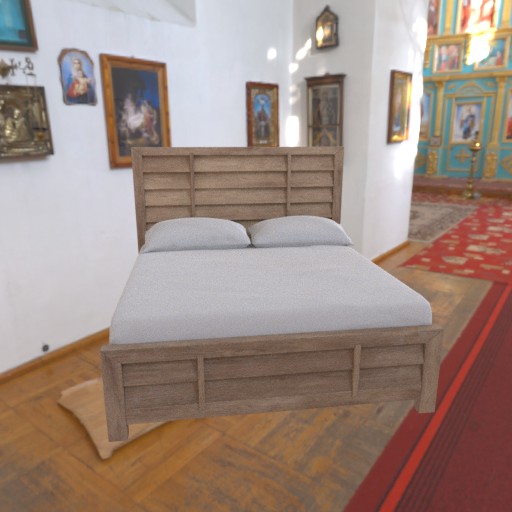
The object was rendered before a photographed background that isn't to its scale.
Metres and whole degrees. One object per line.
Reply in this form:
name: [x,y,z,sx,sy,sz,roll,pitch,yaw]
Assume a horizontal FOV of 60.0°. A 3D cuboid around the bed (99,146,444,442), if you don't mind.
bed: [0.000,0.000,3.485,2.032,1.626,2.062,-2,15,-8]
